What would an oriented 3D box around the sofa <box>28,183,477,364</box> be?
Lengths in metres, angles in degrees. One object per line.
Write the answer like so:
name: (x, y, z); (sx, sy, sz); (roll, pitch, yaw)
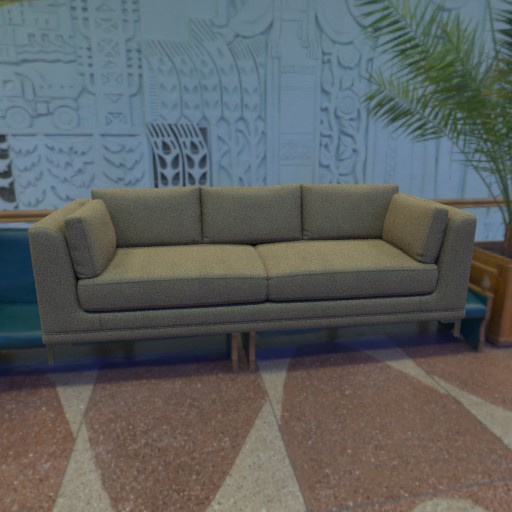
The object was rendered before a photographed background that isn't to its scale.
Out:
sofa: (0.000, 0.000, 2.866); (2.415, 0.867, 0.969); (-2, 16, -8)
